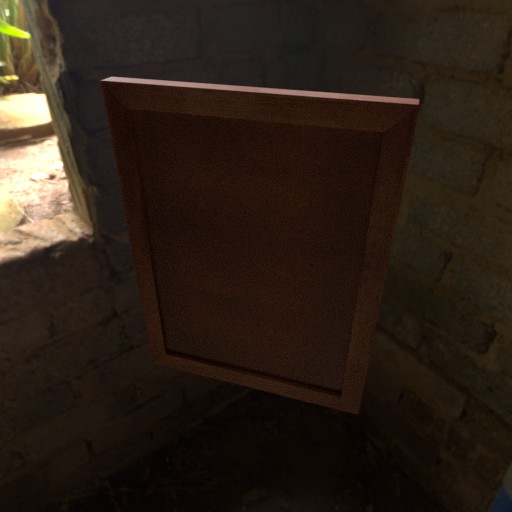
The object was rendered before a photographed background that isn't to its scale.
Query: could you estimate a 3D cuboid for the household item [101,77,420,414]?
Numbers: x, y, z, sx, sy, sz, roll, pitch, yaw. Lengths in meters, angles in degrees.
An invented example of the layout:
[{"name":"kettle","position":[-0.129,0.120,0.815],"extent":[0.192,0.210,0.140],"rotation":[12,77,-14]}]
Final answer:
[{"name":"household item","position":[0.000,0.000,0.549],"extent":[0.310,0.407,0.067],"rotation":[10,35,15]}]
